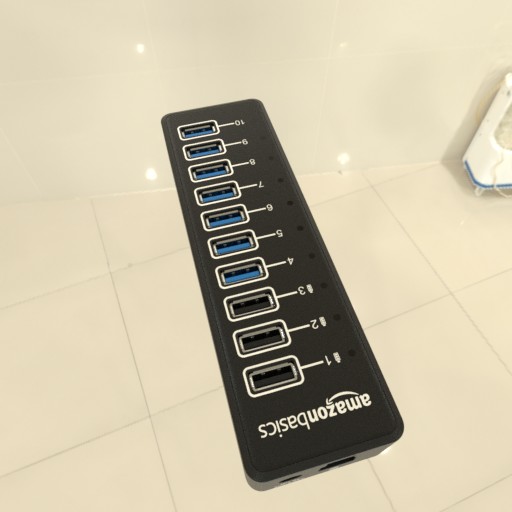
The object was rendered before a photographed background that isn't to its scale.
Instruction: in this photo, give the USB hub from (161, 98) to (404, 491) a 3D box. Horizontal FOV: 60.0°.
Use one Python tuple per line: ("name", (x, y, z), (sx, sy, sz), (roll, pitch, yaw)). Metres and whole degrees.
("USB hub", (0.000, 0.000, 0.160), (0.044, 0.023, 0.145), (-13, 58, -8))
